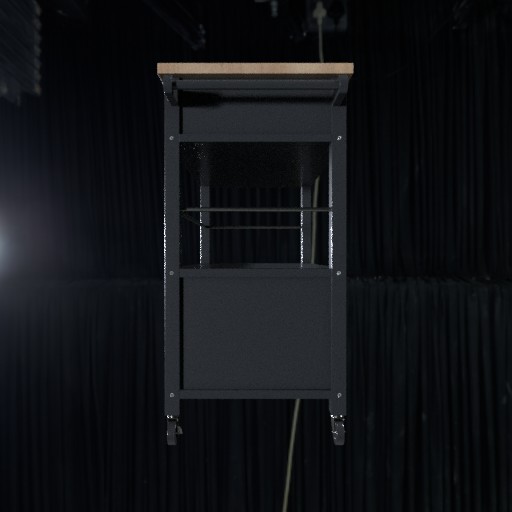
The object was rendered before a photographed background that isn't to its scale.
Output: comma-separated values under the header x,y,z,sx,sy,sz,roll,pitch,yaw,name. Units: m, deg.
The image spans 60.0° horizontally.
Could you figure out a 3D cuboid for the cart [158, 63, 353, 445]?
x,y,z,sx,sy,sz,roll,pitch,yaw,name
0.000,0.000,1.377,0.459,0.901,0.840,0,0,0,cart
